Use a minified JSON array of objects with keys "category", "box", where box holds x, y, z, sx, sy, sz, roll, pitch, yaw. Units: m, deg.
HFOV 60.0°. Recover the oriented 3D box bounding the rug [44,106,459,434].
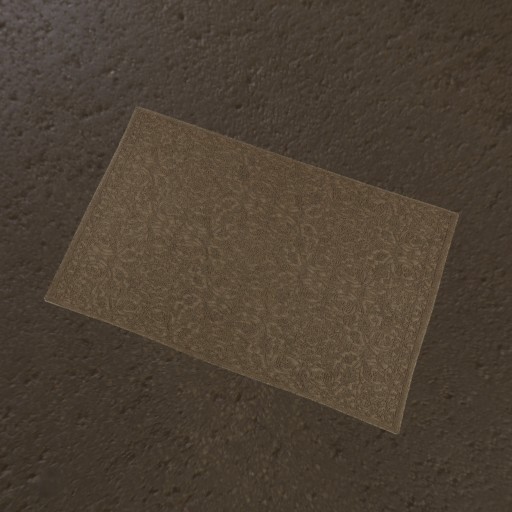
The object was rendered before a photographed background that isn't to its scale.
[{"category":"rug","box":[0.000,0.000,2.997,2.435,0.012,1.529,20,77,5]}]
